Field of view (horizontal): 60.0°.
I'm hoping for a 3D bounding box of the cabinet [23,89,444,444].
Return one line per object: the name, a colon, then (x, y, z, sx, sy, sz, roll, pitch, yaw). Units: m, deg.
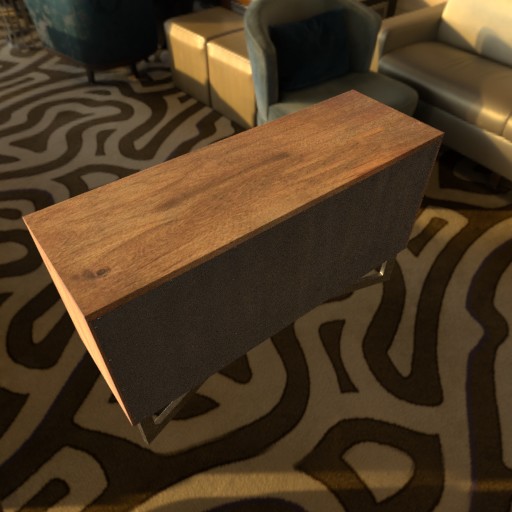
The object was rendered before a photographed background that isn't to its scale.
cabinet: (0.000, 0.000, 1.743, 1.373, 0.812, 0.480, -29, 51, -26)
